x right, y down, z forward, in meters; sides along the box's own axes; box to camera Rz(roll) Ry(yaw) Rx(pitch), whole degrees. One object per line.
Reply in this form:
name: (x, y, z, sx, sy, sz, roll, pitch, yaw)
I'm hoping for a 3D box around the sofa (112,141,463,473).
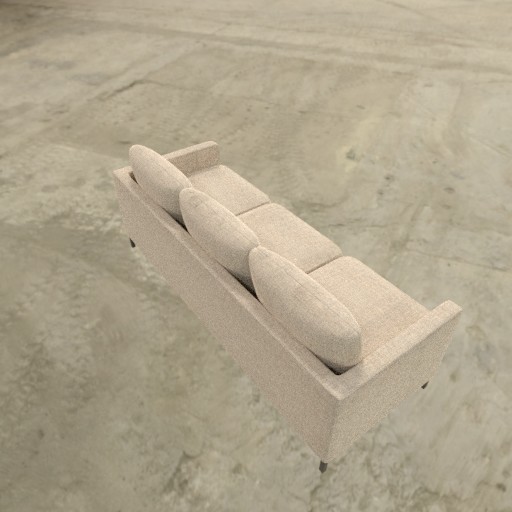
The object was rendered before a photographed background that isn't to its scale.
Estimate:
sofa: (0.000, 0.000, 2.718, 0.859, 0.874, 2.218, -26, 47, -27)
